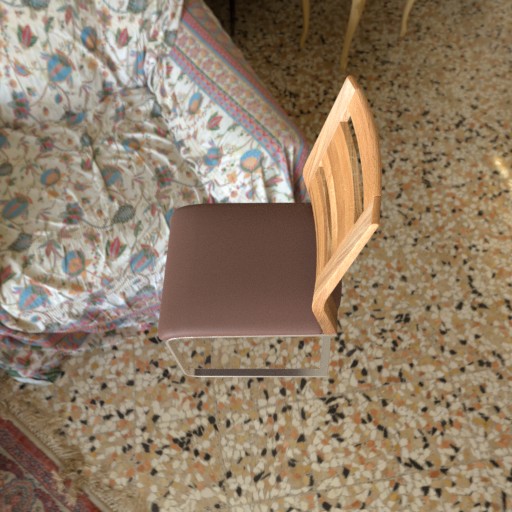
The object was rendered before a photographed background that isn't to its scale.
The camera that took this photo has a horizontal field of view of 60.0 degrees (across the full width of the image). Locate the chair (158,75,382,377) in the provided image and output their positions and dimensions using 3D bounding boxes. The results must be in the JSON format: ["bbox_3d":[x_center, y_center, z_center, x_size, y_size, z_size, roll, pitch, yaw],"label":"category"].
[{"bbox_3d":[0.000,0.000,1.312,0.570,0.970,0.460,0,59,0],"label":"chair"}]
